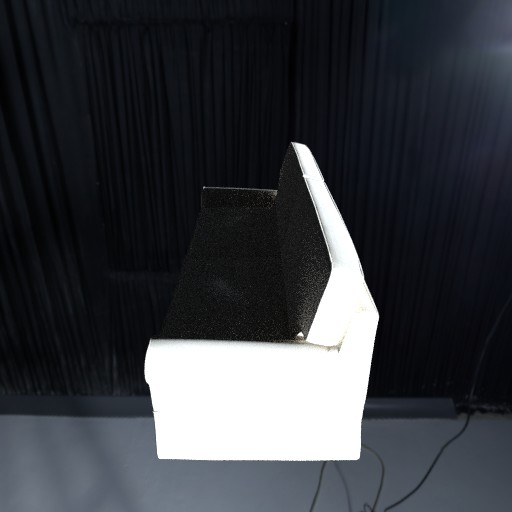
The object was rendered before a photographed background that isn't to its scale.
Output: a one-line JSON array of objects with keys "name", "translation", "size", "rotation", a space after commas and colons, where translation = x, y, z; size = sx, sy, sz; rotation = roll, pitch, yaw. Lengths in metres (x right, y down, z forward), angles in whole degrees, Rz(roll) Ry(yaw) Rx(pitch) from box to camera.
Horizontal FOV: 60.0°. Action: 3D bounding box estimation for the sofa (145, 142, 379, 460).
[{"name": "sofa", "translation": [0.000, 0.000, 2.495], "size": [0.862, 0.937, 2.021], "rotation": [0, 26, 0]}]
